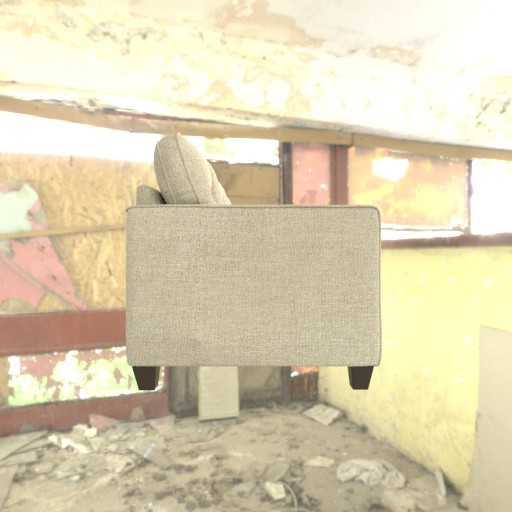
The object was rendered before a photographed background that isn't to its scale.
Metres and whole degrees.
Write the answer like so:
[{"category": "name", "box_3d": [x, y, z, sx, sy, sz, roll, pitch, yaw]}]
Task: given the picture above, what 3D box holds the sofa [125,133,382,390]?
[{"category": "sofa", "box_3d": [0.000, 0.000, 2.618, 0.939, 0.965, 2.133, 0, 0, 0]}]
